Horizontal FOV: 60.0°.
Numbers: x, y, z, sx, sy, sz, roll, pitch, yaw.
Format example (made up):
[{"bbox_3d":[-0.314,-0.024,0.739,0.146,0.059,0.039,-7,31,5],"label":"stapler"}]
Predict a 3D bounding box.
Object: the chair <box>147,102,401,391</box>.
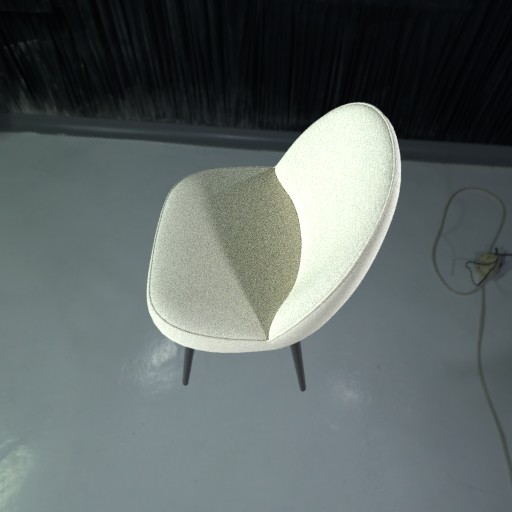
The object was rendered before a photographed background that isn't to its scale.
[{"bbox_3d":[0.000,0.000,1.166,0.540,0.838,0.532,2,59,1],"label":"chair"}]
